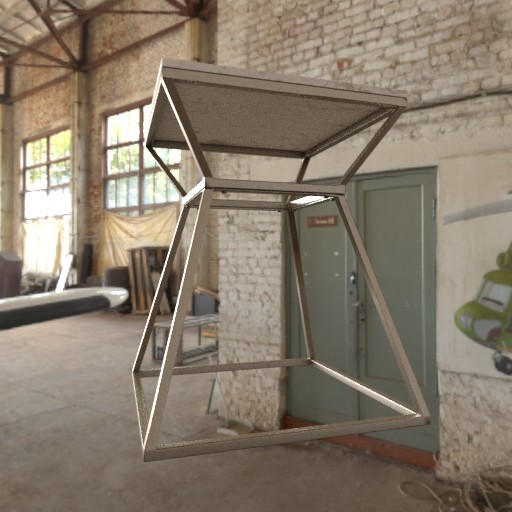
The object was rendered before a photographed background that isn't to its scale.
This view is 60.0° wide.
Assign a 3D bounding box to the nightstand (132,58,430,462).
[{"bbox_3d":[0.000,0.000,0.875,0.455,0.554,0.455,0,-1,-17],"label":"nightstand"}]
